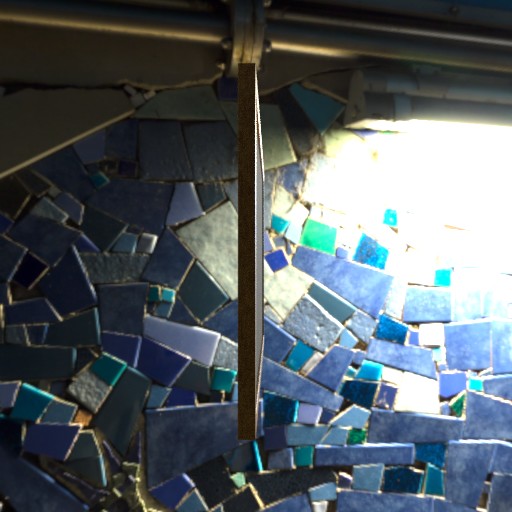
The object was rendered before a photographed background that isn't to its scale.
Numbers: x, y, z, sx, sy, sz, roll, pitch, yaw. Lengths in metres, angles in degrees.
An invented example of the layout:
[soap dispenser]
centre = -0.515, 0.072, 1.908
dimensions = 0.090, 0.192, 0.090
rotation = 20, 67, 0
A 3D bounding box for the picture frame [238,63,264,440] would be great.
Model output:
[picture frame]
centre = 0.000, 0.000, 1.190
dimensions = 0.029, 0.621, 0.922
rotation = 0, -1, 2
